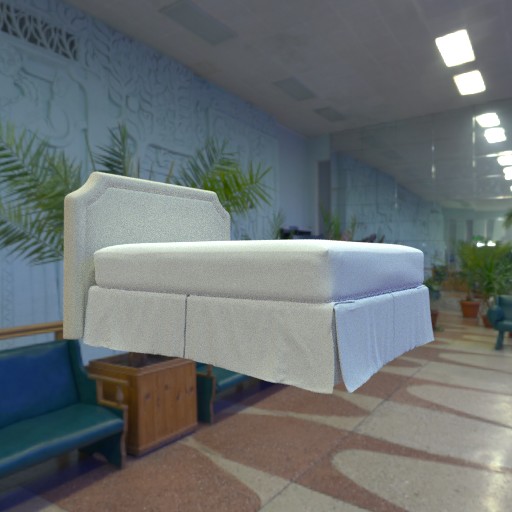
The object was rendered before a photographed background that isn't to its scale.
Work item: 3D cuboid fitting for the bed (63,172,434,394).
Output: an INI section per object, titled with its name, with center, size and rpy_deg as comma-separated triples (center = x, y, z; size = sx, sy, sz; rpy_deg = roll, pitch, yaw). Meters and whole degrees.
[bed]
center = 0.000, 0.000, 3.337
size = 2.209, 1.296, 1.827
rpy_deg = 0, 0, 36
